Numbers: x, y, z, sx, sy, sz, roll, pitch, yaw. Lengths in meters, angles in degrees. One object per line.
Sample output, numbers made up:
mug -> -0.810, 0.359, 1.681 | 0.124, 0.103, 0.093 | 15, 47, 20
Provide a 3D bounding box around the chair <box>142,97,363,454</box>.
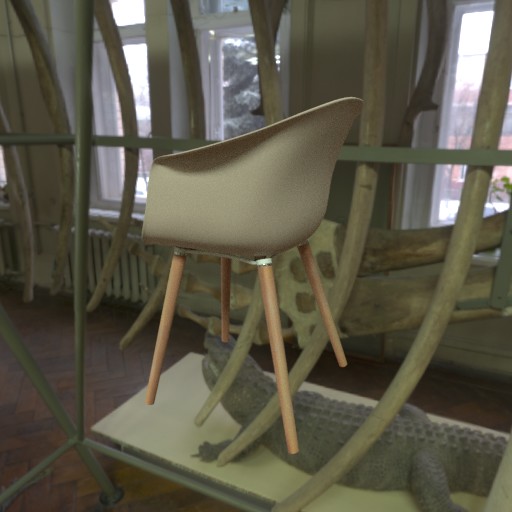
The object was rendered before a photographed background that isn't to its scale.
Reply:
chair -> 0.000, 0.000, 1.184 | 0.504, 0.781, 0.593 | 7, 17, 25
